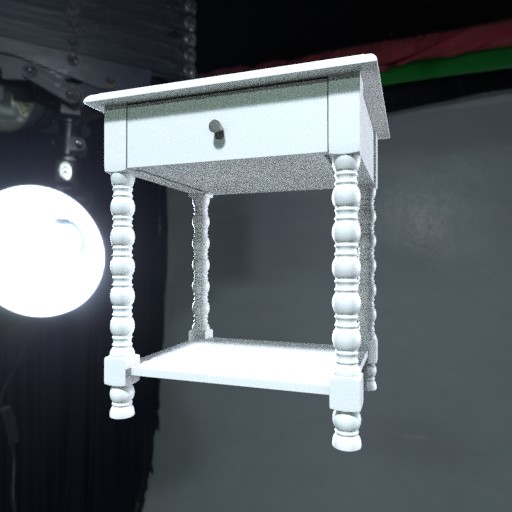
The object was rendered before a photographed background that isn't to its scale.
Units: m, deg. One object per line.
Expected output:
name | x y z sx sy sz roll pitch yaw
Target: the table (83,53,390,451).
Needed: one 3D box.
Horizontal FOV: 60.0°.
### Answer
table | 0.000 0.000 0.818 0.460 0.531 0.381 0 -1 19
